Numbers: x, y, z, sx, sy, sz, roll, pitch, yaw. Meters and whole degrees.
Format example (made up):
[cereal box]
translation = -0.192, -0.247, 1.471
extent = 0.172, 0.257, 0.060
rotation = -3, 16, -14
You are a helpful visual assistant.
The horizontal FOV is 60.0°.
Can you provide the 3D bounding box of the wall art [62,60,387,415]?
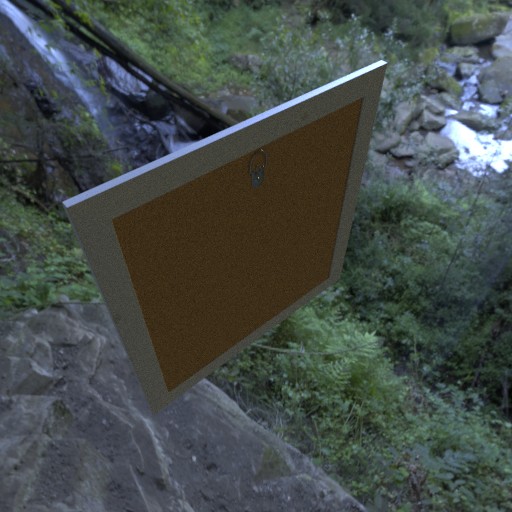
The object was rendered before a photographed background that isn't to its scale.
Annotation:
[wall art]
translation = 0.000, 0.000, 0.842
extent = 0.572, 0.577, 0.015
rotation = -32, 55, -26
